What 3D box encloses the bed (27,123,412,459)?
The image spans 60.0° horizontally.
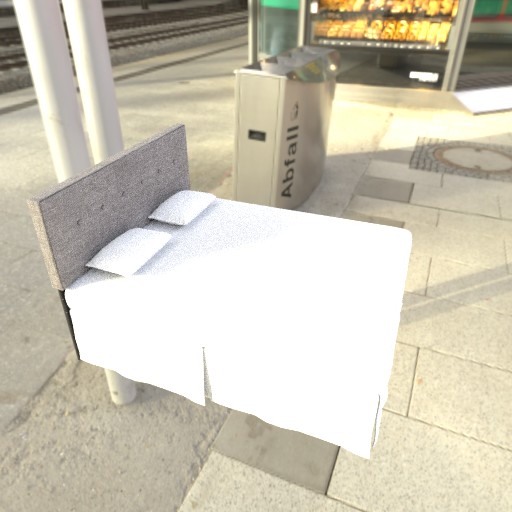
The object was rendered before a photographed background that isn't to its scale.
[{"bbox_3d":[0.000,0.000,2.944,1.958,1.168,1.621,11,34,18],"label":"bed"}]
